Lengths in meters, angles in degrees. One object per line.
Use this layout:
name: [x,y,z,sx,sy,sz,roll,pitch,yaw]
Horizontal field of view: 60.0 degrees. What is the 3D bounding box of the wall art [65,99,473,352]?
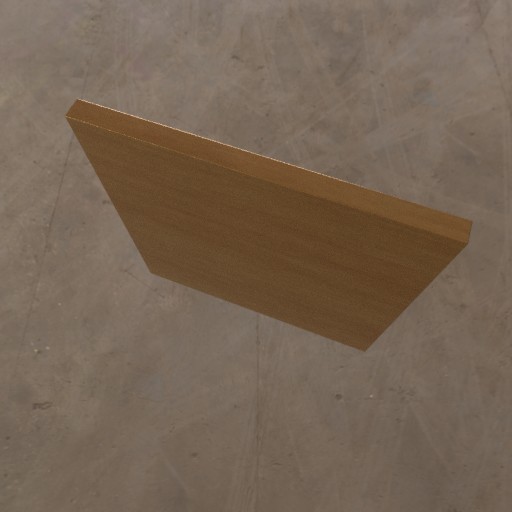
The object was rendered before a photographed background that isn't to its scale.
wall art: [0.000,0.000,0.451,0.302,0.302,0.019,19,66,9]
